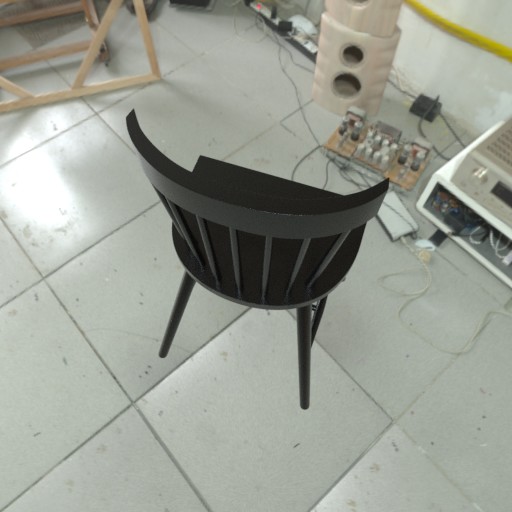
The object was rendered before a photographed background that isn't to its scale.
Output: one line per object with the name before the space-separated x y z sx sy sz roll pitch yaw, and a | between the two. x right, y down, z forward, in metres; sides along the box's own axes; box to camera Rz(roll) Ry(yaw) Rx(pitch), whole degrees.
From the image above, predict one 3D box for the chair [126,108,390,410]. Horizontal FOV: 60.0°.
chair | 0.000 0.000 1.120 0.506 0.844 0.483 17 64 9
